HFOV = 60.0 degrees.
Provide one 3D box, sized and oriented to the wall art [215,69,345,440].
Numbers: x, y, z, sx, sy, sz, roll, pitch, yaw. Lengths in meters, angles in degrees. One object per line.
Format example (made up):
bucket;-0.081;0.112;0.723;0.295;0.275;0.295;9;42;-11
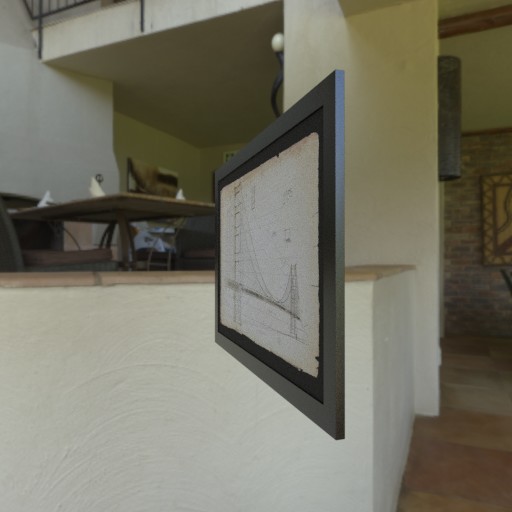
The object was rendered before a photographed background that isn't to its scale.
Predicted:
wall art;0.000;0.000;0.850;0.013;0.447;0.660;0;0;-18
